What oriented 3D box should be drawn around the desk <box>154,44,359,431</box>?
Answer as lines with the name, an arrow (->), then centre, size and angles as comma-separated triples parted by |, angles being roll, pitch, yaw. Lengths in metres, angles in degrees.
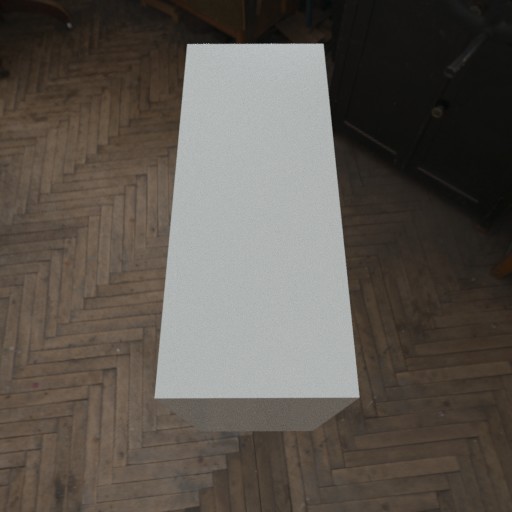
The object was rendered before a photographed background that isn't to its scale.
desk -> 0.000, 0.000, 1.438 | 0.400, 0.790, 1.000 | 0, 64, 0
